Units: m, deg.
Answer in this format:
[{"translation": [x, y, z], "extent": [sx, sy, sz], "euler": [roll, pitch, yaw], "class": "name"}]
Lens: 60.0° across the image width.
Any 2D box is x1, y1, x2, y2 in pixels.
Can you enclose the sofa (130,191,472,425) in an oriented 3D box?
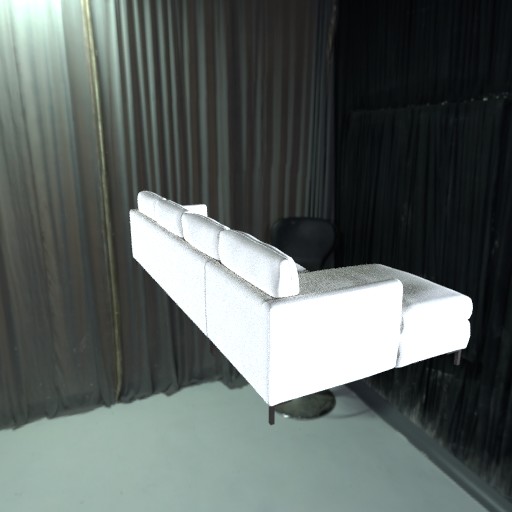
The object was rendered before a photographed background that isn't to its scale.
[{"translation": [0.000, 0.000, 3.794], "extent": [1.467, 0.875, 3.186], "euler": [-8, 17, -26], "class": "sofa"}]
